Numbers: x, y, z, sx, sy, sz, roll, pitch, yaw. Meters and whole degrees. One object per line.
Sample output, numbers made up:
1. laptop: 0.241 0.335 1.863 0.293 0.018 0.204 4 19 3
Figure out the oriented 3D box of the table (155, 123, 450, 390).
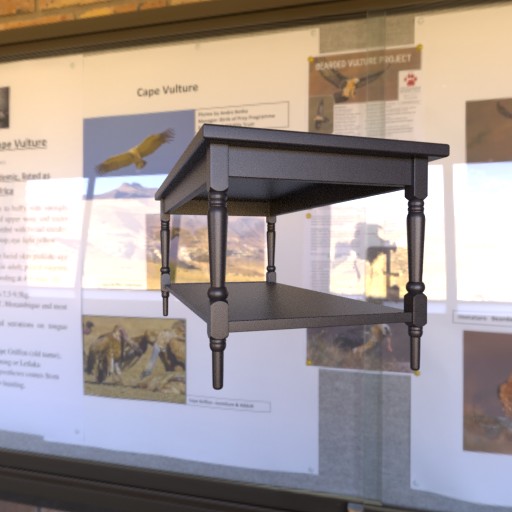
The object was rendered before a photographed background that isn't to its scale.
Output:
1. table: 0.000 0.000 1.427 0.550 0.510 1.107 0 1 -17
